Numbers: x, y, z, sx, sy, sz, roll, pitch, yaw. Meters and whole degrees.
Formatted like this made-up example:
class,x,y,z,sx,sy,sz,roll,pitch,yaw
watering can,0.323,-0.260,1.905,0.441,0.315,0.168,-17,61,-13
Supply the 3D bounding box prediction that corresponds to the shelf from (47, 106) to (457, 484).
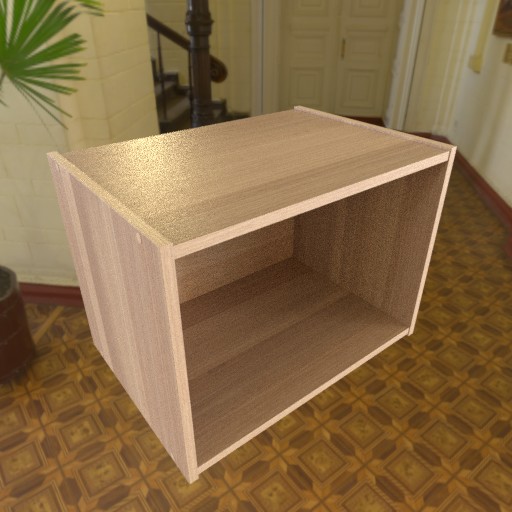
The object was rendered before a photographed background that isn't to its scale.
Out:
class,x,y,z,sx,sy,sz,roll,pitch,yaw
shelf,0.000,0.000,0.624,0.415,0.305,0.290,-22,37,-32
